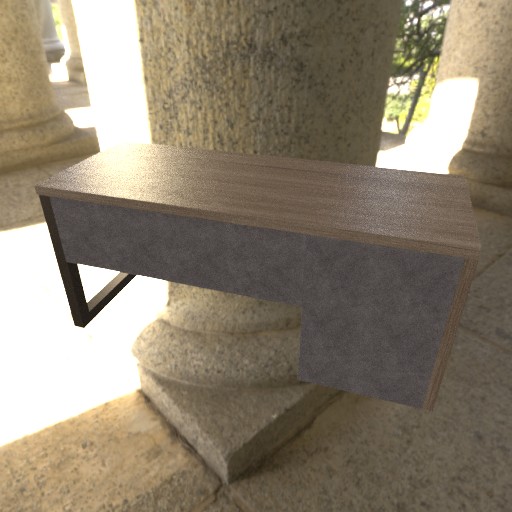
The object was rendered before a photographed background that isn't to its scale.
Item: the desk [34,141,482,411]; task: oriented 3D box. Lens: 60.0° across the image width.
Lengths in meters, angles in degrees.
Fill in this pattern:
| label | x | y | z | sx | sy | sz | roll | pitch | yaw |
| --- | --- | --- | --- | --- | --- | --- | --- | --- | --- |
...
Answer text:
| label | x | y | z | sx | sy | sz | roll | pitch | yaw |
| --- | --- | --- | --- | --- | --- | --- | --- | --- | --- |
| desk | 0.000 | 0.000 | 2.081 | 1.700 | 0.760 | 0.690 | 9 | 32 | 15 |
